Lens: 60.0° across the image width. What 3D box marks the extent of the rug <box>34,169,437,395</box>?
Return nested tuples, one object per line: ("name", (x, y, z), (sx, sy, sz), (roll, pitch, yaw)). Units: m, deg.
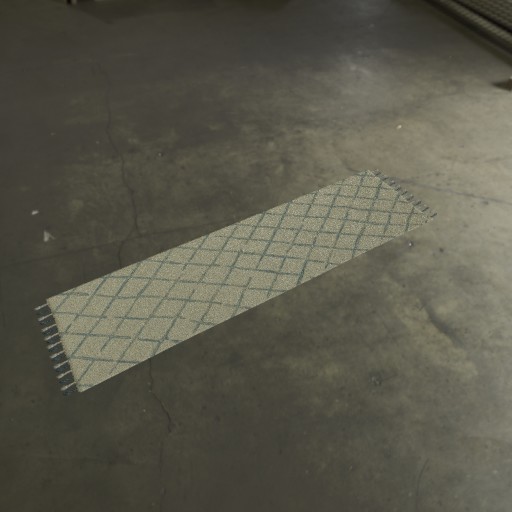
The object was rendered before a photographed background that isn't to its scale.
("rug", (0.000, 0.000, 2.574), (2.372, 0.008, 0.620), (-24, 51, -21))
